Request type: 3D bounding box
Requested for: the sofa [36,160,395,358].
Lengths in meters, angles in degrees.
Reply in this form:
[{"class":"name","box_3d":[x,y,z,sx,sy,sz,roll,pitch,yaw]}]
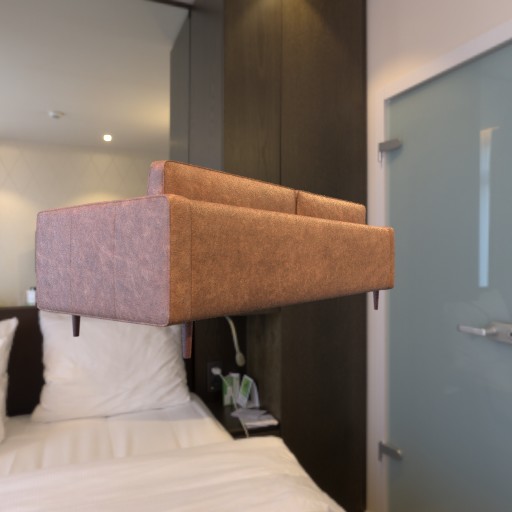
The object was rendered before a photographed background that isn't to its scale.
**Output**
[{"class":"sofa","box_3d":[0.000,0.000,2.625,0.914,0.762,2.210,0,0,37]}]
